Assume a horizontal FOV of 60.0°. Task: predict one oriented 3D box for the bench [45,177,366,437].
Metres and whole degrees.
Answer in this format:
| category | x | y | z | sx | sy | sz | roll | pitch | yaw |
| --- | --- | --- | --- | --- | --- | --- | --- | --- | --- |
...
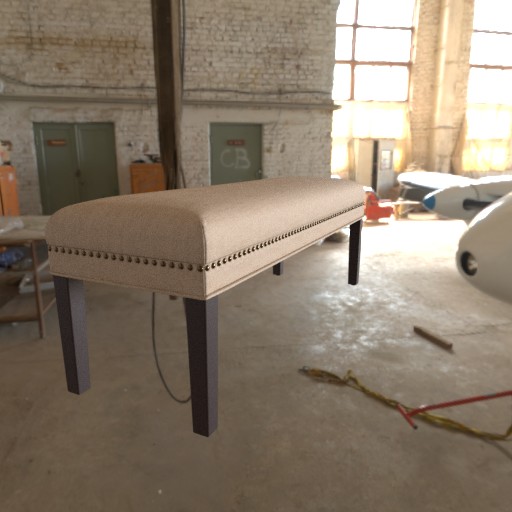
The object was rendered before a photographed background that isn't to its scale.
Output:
| category | x | y | z | sx | sy | sz | roll | pitch | yaw |
| --- | --- | --- | --- | --- | --- | --- | --- | --- | --- |
| bench | 0.000 | 0.000 | 1.424 | 0.410 | 0.457 | 1.219 | 6 | 14 | 26 |
